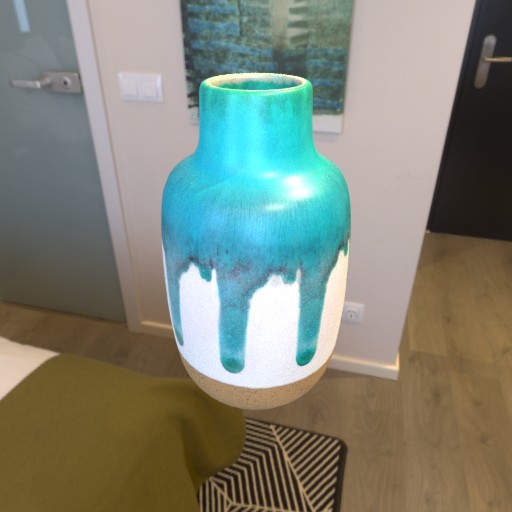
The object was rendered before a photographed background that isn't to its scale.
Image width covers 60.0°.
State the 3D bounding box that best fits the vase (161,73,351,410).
[{"bbox_3d":[0.000,0.000,0.258,0.106,0.192,0.106,0,31,0],"label":"vase"}]
